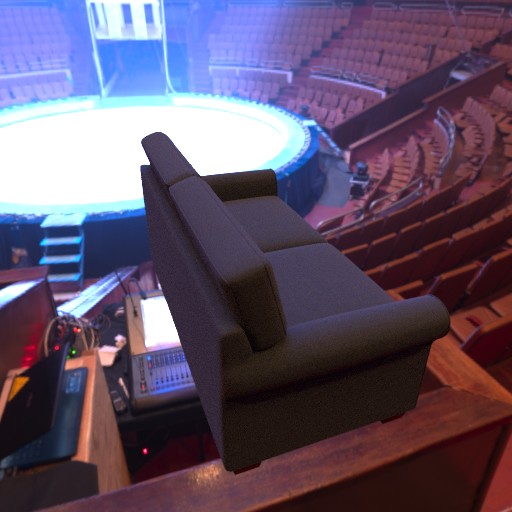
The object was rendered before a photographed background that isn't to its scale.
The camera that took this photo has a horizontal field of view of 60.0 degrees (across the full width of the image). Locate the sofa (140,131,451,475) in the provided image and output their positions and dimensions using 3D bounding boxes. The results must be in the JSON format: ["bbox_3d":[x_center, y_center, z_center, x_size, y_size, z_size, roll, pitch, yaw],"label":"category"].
[{"bbox_3d":[0.000,0.000,2.427,0.940,1.020,1.930,-11,31,-18],"label":"sofa"}]
